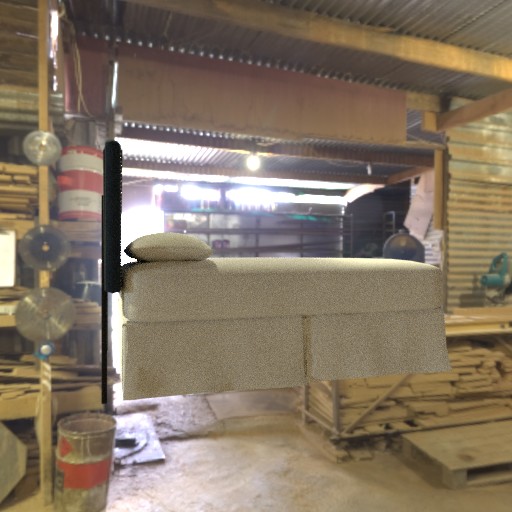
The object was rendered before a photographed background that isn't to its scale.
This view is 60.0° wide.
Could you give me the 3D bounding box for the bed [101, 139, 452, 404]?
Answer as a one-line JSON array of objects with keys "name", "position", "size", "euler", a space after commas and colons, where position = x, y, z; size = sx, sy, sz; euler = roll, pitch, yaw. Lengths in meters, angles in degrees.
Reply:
[{"name": "bed", "position": [0.000, 0.000, 3.302], "size": [2.153, 1.518, 1.713], "euler": [0, 0, -18]}]
